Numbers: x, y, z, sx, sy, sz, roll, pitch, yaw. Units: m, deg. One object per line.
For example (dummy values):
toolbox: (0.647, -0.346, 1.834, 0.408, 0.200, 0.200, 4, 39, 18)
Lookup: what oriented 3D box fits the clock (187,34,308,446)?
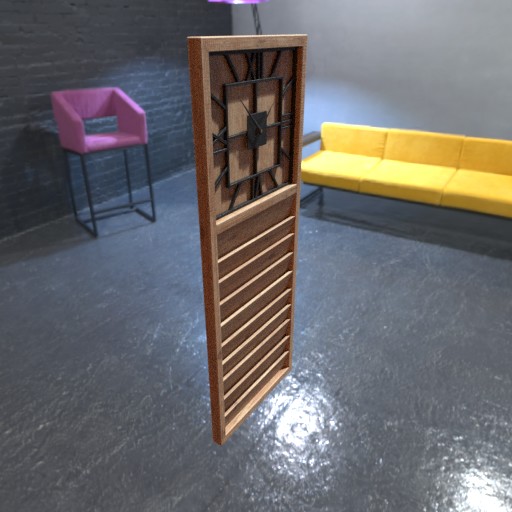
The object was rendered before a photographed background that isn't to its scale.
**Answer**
clock: (0.000, 0.000, 1.084, 0.030, 0.965, 0.361, 18, 32, 31)
